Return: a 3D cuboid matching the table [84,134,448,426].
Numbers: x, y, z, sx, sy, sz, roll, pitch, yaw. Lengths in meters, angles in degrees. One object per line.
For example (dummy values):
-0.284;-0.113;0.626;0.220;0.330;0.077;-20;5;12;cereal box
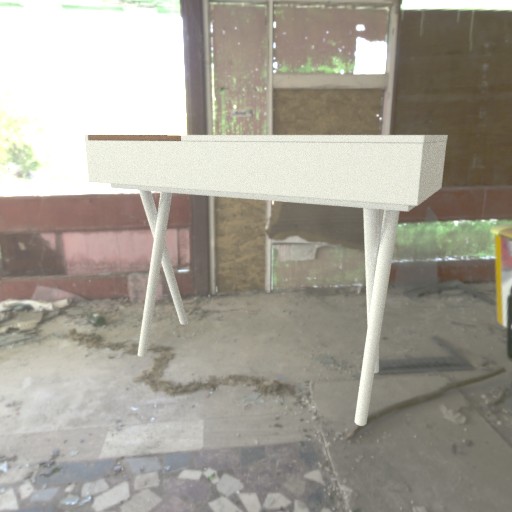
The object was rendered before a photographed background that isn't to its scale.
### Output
0.000;0.000;1.485;1.066;0.785;0.418;8;17;28;table
